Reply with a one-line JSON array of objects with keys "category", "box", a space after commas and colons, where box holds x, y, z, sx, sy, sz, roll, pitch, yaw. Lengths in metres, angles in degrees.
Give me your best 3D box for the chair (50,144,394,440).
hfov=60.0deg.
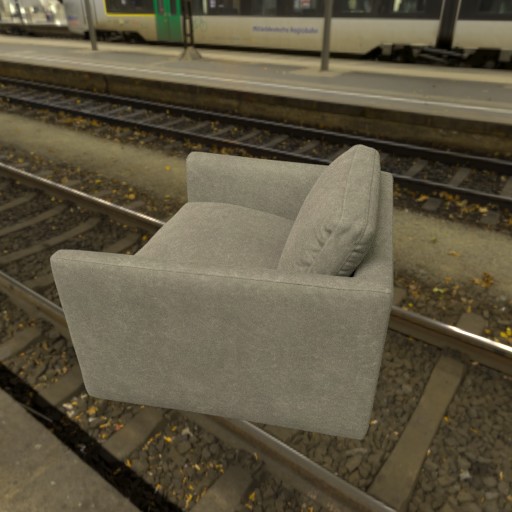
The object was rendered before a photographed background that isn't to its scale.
[{"category": "chair", "box": [0.000, 0.000, 1.893, 1.091, 0.845, 1.190, 8, 31, 13]}]
